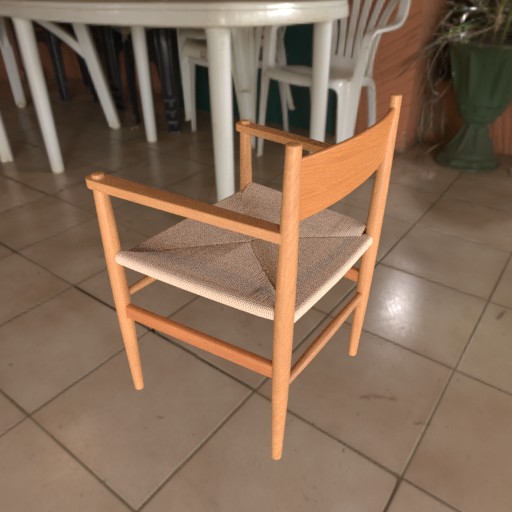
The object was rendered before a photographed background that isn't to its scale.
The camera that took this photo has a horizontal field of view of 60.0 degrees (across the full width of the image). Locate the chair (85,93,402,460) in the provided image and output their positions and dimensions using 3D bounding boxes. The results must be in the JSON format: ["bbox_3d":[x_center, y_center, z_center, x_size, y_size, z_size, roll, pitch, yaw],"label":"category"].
[{"bbox_3d":[0.000,0.000,1.115,0.495,0.762,0.556,20,37,30],"label":"chair"}]
